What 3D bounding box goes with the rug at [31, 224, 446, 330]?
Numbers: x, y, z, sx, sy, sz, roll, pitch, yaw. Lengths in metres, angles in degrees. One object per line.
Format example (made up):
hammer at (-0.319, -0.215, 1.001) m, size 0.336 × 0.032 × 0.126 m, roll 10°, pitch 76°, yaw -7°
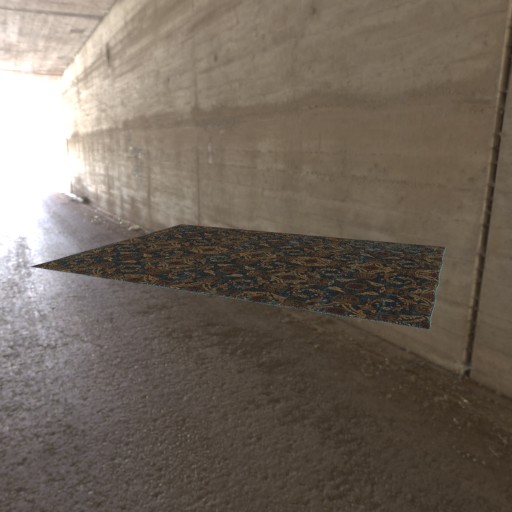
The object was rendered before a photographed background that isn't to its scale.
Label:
rug at (0.000, 0.000, 4.264) m, size 3.291 × 0.013 × 2.337 m, roll 6°, pitch 15°, yaw 24°
